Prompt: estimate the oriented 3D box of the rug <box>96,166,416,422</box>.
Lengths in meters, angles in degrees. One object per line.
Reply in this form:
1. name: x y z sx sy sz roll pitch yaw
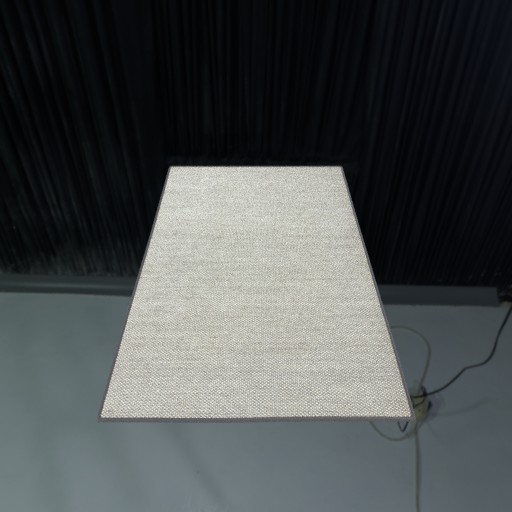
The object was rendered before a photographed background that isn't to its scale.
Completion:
1. rug: 0.000 0.000 2.099 1.067 0.013 1.676 0 41 0
